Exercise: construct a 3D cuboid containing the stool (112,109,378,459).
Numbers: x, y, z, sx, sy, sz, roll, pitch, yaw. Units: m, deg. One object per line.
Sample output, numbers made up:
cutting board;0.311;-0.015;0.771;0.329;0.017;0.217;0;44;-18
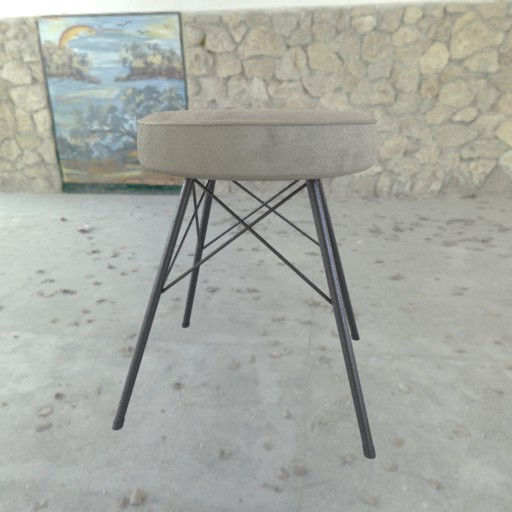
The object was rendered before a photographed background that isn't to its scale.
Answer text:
stool;0.000;0.000;0.858;0.457;0.538;0.423;3;18;8
